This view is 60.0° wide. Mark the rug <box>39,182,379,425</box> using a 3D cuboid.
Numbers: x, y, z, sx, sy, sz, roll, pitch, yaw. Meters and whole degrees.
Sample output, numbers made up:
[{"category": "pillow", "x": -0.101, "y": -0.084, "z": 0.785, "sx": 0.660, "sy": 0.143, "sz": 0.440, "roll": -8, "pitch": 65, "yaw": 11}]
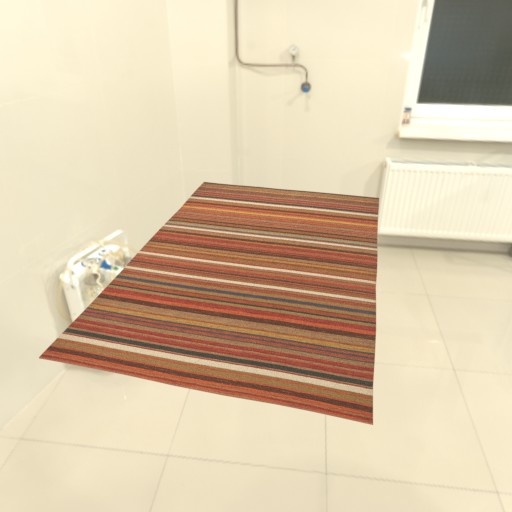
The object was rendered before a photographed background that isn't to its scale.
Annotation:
[{"category": "rug", "x": 0.000, "y": 0.000, "z": 2.280, "sx": 1.217, "sy": 0.007, "sz": 1.828, "roll": 7, "pitch": 32, "yaw": 12}]
